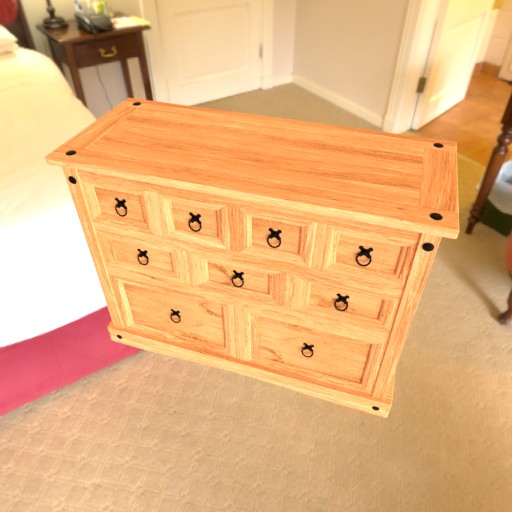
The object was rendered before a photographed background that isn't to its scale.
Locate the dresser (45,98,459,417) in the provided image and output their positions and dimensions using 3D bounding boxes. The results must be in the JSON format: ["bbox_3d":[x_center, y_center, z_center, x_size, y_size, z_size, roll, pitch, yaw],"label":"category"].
[{"bbox_3d":[0.000,0.000,1.389,0.990,0.740,0.410,12,42,14],"label":"dresser"}]
